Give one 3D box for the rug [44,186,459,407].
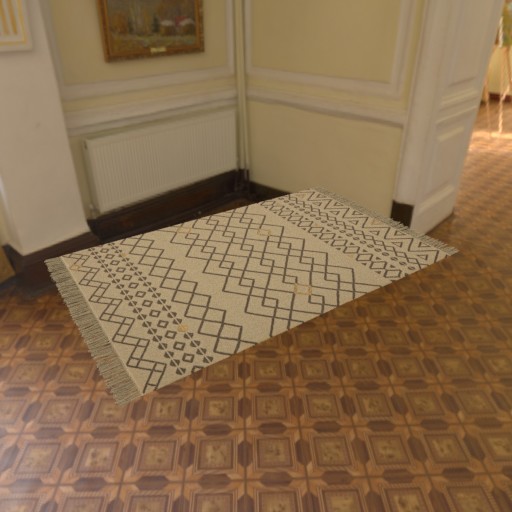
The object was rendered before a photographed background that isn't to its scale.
[{"bbox_3d":[0.000,0.000,3.048,2.472,0.035,1.495,-19,35,-29],"label":"rug"}]
